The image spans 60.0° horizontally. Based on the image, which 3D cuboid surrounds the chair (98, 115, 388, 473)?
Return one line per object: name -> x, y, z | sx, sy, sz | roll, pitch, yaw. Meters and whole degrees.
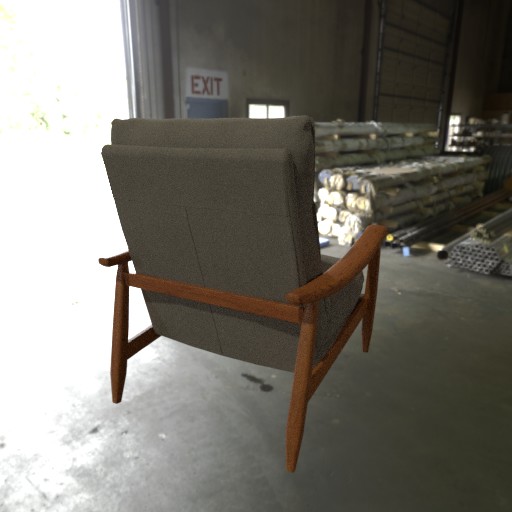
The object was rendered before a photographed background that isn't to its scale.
chair -> 0.000, 0.000, 1.552 | 0.782, 0.922, 0.816 | 9, 19, 27
